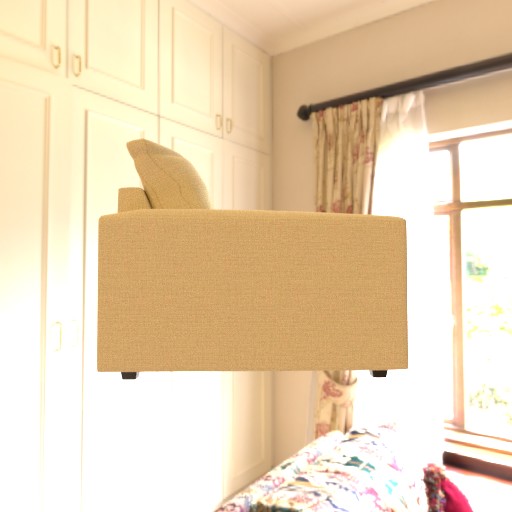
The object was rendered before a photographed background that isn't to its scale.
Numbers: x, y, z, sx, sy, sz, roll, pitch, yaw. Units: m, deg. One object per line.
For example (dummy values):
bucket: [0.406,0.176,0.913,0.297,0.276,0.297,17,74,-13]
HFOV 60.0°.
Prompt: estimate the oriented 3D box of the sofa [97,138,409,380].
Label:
sofa: [0.000,0.000,2.330,1.091,0.875,1.754,0,-2,-2]
